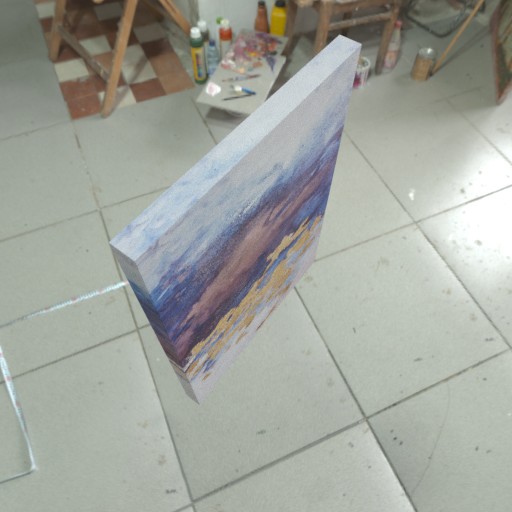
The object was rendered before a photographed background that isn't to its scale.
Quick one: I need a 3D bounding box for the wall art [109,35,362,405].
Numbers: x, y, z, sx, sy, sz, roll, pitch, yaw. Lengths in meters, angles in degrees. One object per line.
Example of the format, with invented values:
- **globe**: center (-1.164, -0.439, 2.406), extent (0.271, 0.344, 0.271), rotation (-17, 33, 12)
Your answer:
- **wall art**: center (0.000, 0.000, 0.770), extent (0.036, 0.581, 0.437), rotation (33, 64, 18)
